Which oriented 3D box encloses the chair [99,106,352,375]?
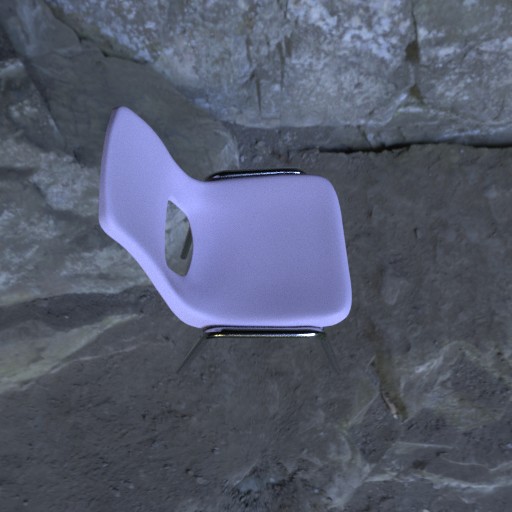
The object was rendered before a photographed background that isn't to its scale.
[{"bbox_3d":[0.000,0.000,0.935,0.436,0.704,0.381,-2,65,-1],"label":"chair"}]
